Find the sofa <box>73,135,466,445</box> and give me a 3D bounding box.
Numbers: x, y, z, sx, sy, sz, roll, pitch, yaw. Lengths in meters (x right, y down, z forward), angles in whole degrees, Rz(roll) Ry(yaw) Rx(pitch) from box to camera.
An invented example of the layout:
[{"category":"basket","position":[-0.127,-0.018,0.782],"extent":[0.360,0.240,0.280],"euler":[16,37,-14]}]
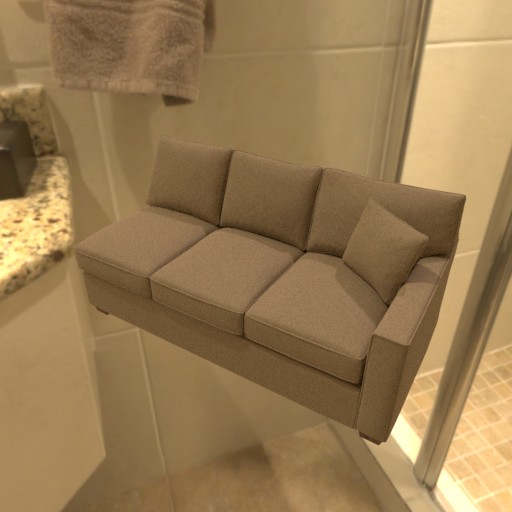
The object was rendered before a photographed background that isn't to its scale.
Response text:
[{"category":"sofa","position":[0.000,0.000,2.532],"extent":[1.963,0.946,1.034],"euler":[18,35,27]}]
